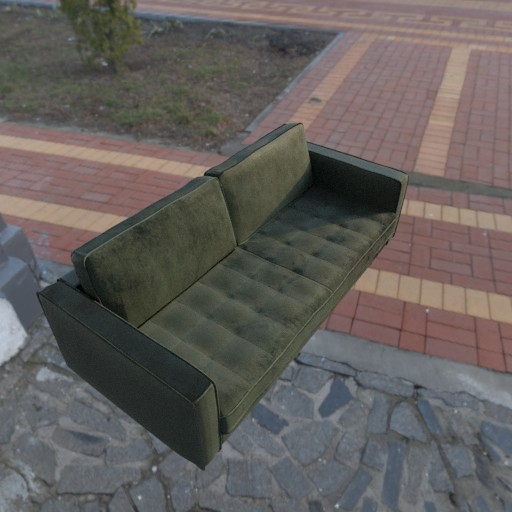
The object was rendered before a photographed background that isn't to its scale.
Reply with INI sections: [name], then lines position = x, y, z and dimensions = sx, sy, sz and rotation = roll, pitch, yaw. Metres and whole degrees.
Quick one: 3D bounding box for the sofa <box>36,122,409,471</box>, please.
[sofa]
position = 0.000, 0.000, 2.228
dimensions = 0.886, 0.781, 1.816
rotation = 25, 46, 27
